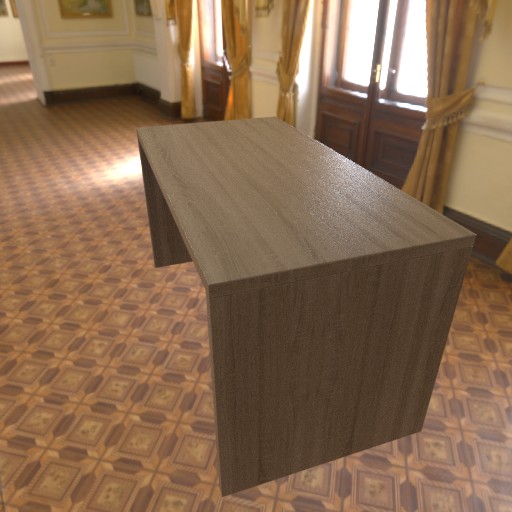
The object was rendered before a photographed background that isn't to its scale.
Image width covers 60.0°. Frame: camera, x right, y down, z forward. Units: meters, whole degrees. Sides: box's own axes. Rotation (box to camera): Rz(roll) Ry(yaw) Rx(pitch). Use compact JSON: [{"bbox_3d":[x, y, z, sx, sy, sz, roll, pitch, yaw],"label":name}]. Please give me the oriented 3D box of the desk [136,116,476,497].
[{"bbox_3d":[0.000,0.000,1.763,0.690,0.745,1.380,-10,31,-17],"label":"desk"}]
